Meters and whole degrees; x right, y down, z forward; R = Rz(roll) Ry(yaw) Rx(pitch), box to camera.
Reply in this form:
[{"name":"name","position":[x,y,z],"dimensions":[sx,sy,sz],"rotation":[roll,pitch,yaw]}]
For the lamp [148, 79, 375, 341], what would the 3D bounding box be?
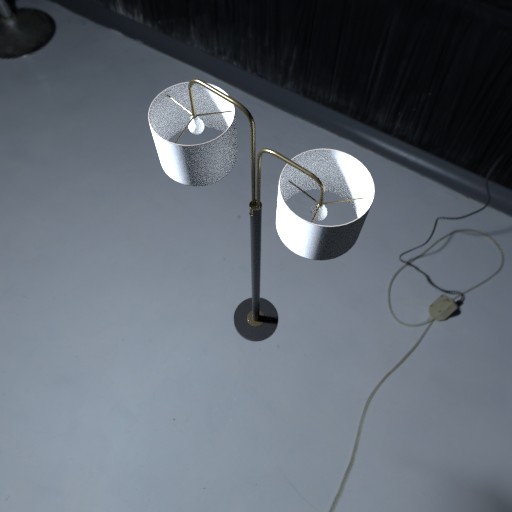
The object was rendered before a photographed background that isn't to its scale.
[{"name":"lamp","position":[0.000,0.000,1.820],"dimensions":[0.711,1.587,0.254],"rotation":[32,67,15]}]
